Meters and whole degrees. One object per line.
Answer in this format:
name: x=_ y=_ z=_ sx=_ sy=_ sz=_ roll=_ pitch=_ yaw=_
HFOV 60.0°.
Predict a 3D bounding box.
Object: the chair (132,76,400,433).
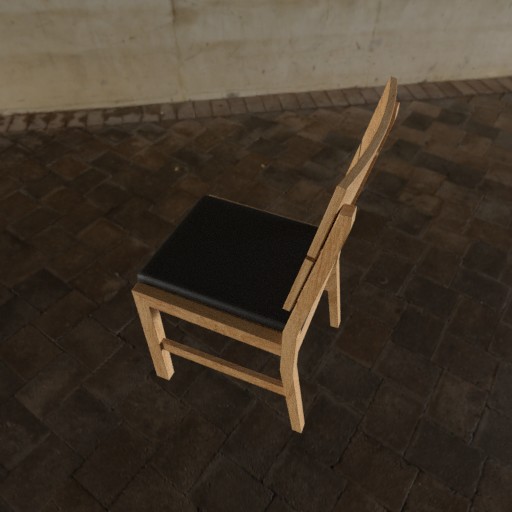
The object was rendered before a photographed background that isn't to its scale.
chair: x=0.000 y=0.000 z=1.293 sx=0.569 sy=0.950 sz=0.475 roll=16 pitch=47 yaw=16
